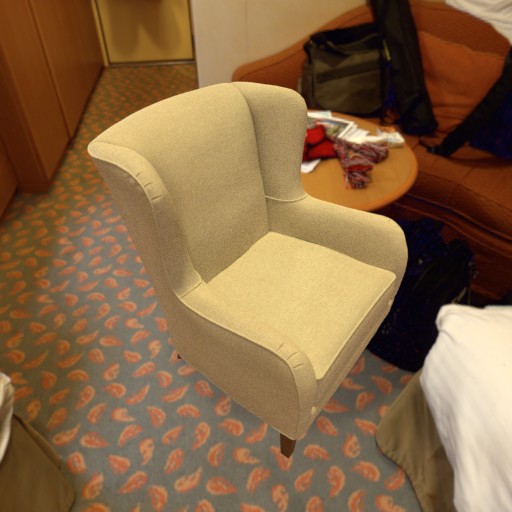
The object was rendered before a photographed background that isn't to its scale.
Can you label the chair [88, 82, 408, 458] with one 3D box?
[{"bbox_3d":[0.000,0.000,1.741,0.966,1.040,0.838,25,46,27],"label":"chair"}]
